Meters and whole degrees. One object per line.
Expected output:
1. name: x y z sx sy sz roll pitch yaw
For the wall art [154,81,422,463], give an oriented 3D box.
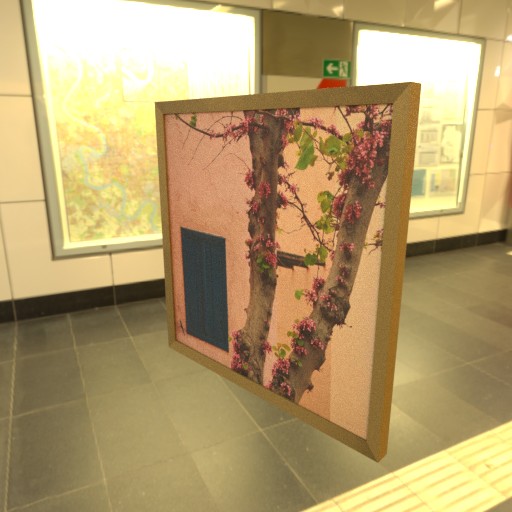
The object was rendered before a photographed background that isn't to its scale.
1. wall art: 0.000 0.000 1.112 0.762 0.762 0.038 15 21 42
